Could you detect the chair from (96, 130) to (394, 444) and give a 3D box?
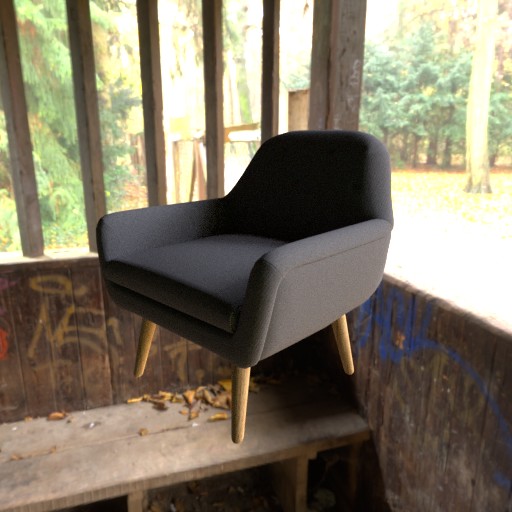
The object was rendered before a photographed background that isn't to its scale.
[{"bbox_3d":[0.000,0.000,1.451,0.770,0.800,0.779,14,21,42],"label":"chair"}]
